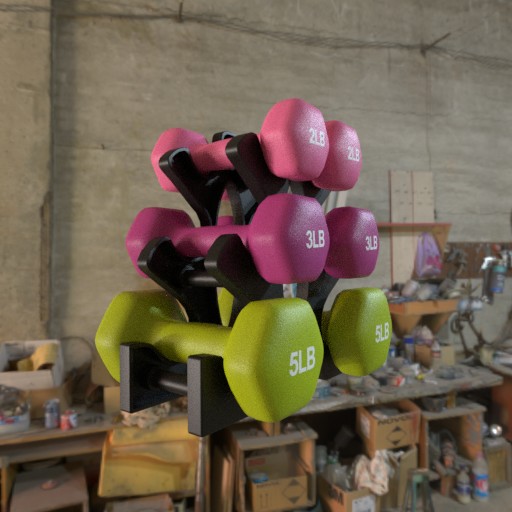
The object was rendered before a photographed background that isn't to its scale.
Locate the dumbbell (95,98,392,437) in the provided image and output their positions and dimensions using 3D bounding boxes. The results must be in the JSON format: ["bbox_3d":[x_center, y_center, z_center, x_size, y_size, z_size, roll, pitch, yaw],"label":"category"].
[{"bbox_3d":[0.000,0.000,0.446,0.203,0.261,0.257,0,0,37],"label":"dumbbell"}]
